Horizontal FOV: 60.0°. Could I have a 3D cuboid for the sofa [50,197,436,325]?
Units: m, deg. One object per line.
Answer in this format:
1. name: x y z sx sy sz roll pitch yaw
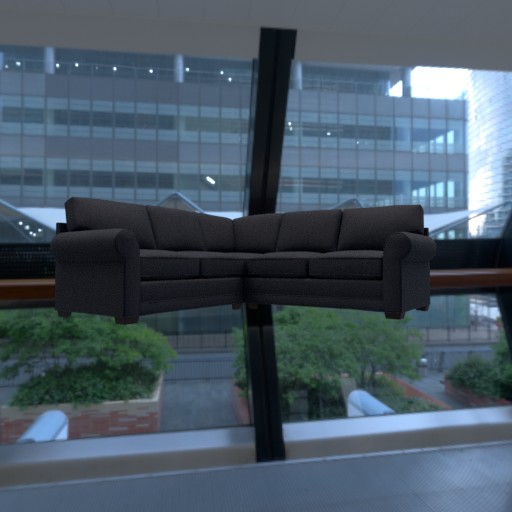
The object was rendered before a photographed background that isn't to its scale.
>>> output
1. sofa: 0.000 0.000 3.971 2.562 1.042 2.487 -1 -1 35
